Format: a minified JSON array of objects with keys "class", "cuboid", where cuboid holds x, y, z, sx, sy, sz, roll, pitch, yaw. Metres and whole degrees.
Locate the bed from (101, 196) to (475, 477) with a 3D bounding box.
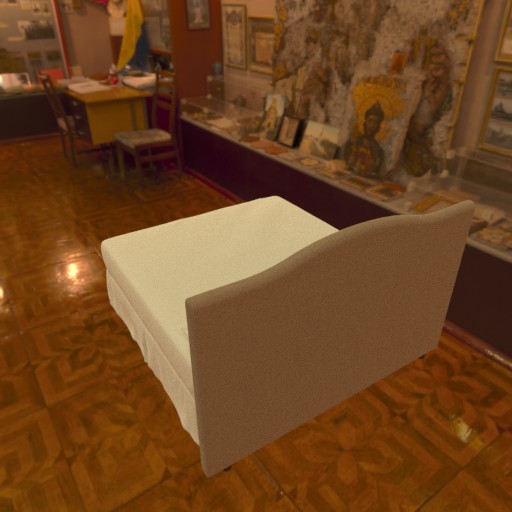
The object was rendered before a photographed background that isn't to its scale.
[{"class":"bed","cuboid":[0.000,0.000,3.533,2.083,1.421,2.182,-18,35,-28]}]
